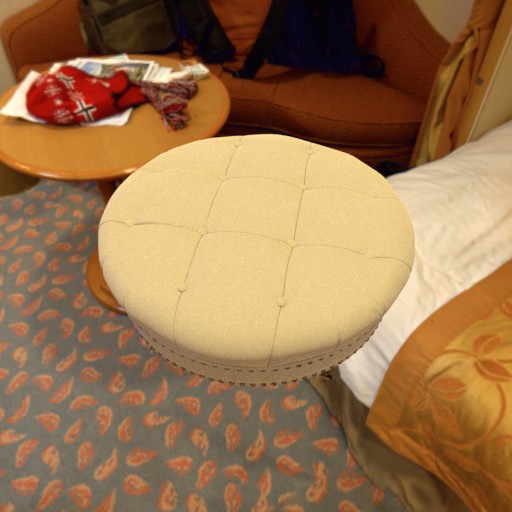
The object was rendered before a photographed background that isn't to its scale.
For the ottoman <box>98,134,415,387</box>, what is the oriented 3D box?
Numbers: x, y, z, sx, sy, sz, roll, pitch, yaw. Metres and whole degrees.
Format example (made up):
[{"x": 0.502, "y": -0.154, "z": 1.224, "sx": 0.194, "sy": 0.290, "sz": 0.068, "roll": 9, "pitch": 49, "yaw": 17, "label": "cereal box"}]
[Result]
[{"x": 0.000, "y": 0.000, "z": 1.398, "sx": 0.901, "sy": 0.439, "sz": 0.901, "roll": 0, "pitch": 47, "yaw": 0, "label": "ottoman"}]
